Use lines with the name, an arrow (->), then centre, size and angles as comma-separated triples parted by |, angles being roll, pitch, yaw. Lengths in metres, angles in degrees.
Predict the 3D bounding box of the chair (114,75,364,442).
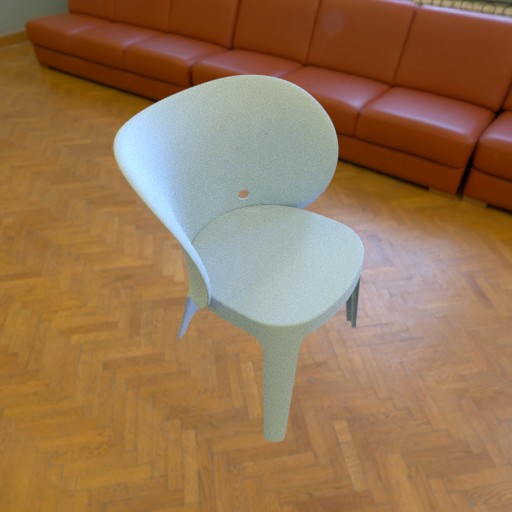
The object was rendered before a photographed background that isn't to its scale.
chair -> 0.000, 0.000, 0.881 | 0.402, 0.554, 0.451 | 24, 47, 25
